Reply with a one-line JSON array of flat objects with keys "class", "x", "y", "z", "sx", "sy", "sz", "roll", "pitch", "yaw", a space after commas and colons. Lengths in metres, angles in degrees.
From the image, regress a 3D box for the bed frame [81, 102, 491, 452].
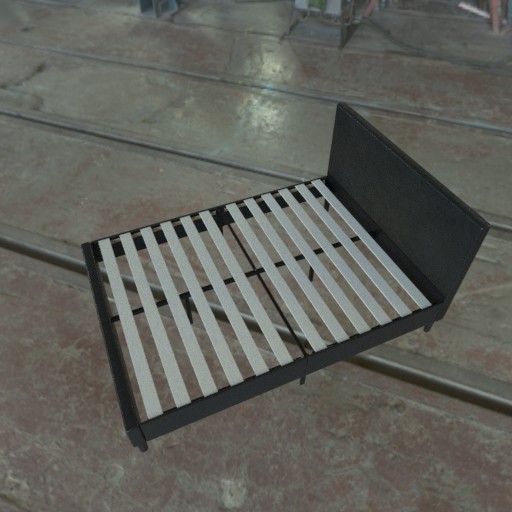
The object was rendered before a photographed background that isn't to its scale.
[{"class": "bed frame", "x": 0.000, "y": 0.000, "z": 3.202, "sx": 2.318, "sy": 1.127, "sz": 1.634, "roll": -18, "pitch": 49, "yaw": -16}]
